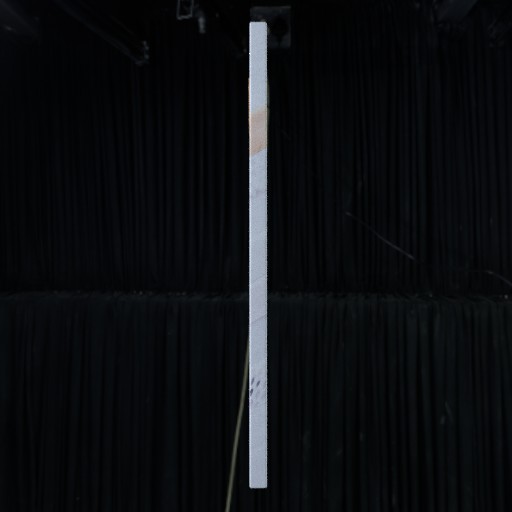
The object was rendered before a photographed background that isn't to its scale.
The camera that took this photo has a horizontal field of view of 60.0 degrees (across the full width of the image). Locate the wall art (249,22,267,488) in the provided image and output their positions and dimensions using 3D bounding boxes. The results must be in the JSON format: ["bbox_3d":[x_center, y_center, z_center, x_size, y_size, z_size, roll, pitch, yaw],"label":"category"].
[{"bbox_3d":[0.000,0.000,1.111,0.036,0.848,0.613,0,-1,0],"label":"wall art"}]
